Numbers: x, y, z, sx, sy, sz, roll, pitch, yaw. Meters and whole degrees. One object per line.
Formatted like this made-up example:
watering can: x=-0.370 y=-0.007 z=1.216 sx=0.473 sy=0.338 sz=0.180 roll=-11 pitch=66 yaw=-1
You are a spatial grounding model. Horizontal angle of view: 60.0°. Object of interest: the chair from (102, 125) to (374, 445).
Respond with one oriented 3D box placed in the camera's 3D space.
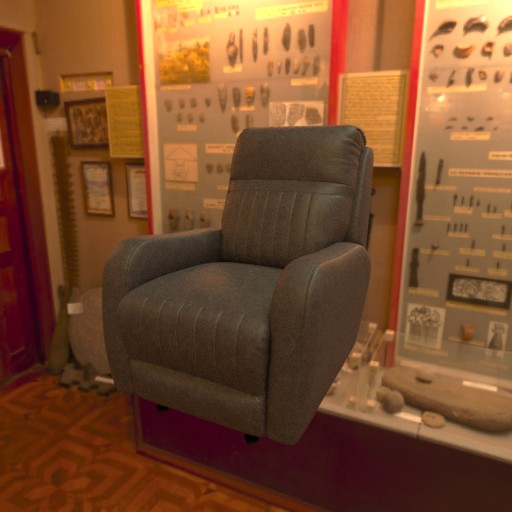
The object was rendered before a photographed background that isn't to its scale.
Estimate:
chair: x=0.000 y=0.000 z=1.858 sx=0.865 sy=1.067 sz=1.067 roll=8 pitch=17 yaw=27
